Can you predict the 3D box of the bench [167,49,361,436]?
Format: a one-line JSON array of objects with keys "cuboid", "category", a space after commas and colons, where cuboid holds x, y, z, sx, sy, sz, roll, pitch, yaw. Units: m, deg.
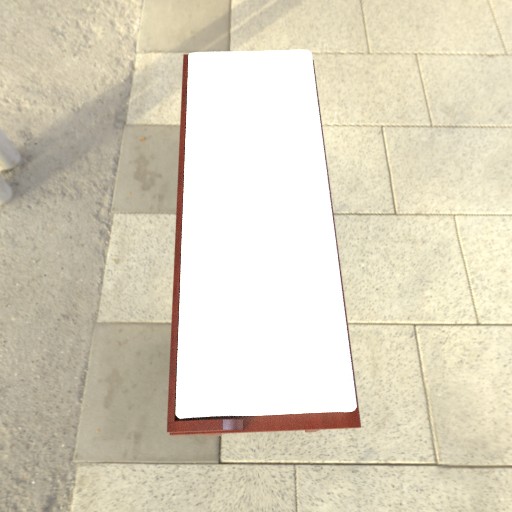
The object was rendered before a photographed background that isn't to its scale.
[{"cuboid": [0.000, 0.000, 1.296, 0.369, 0.646, 0.987, -2, 65, -1], "category": "bench"}]
